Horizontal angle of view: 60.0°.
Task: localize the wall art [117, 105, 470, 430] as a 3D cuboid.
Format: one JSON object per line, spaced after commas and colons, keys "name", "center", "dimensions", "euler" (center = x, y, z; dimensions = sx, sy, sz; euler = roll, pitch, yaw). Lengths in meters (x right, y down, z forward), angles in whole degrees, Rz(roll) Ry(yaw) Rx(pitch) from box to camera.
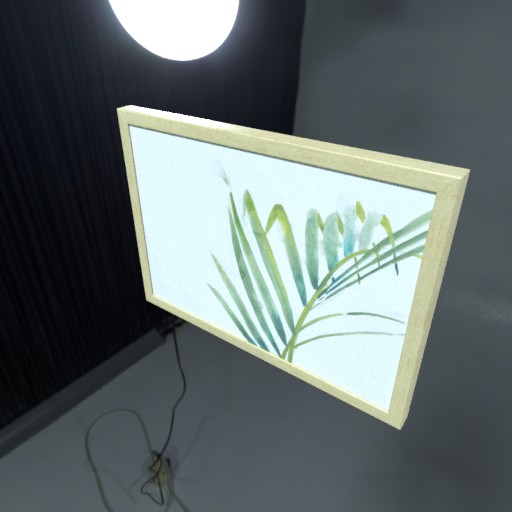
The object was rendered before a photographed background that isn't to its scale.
{"name": "wall art", "center": [0.000, 0.000, 0.685], "dimensions": [0.533, 0.381, 0.032], "euler": [20, 36, 31]}
